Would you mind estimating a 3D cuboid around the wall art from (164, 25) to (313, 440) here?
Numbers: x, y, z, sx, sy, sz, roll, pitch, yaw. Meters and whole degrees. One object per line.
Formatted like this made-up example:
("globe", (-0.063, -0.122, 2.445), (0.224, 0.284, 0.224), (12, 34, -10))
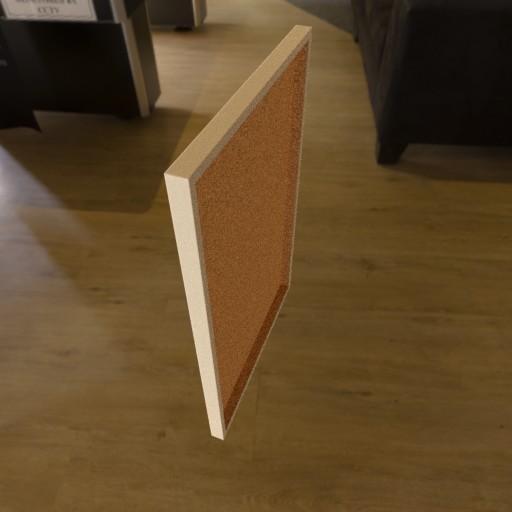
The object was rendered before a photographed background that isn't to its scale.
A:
("wall art", (0.000, 0.000, 1.139), (0.038, 0.914, 0.610), (16, 48, 14))
